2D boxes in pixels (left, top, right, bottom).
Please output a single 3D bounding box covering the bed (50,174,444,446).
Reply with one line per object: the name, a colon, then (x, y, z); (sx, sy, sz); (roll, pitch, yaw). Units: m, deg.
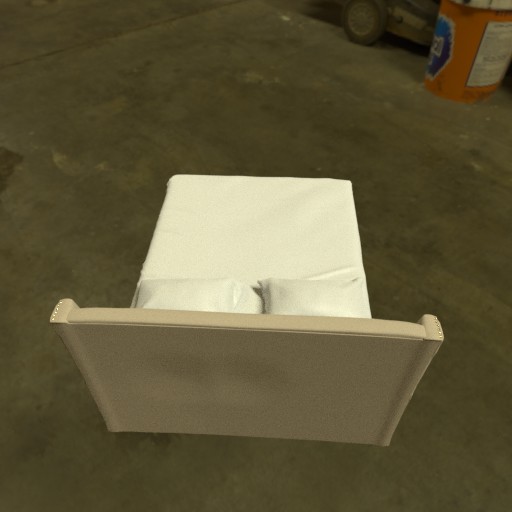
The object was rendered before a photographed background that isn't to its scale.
bed: (0.000, 0.000, 3.356); (1.925, 1.332, 2.276); (2, 46, 2)
